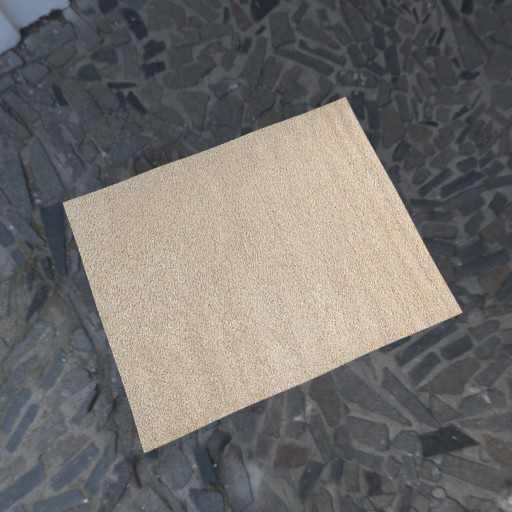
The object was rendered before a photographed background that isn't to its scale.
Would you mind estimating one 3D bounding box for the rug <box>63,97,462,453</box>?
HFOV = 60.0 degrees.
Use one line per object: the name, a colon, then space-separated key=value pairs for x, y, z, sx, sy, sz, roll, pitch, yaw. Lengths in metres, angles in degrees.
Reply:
rug: x=0.000 y=0.000 z=4.105 sx=3.000 sy=0.026 sz=2.400 roll=-22 pitch=76 yaw=-6
